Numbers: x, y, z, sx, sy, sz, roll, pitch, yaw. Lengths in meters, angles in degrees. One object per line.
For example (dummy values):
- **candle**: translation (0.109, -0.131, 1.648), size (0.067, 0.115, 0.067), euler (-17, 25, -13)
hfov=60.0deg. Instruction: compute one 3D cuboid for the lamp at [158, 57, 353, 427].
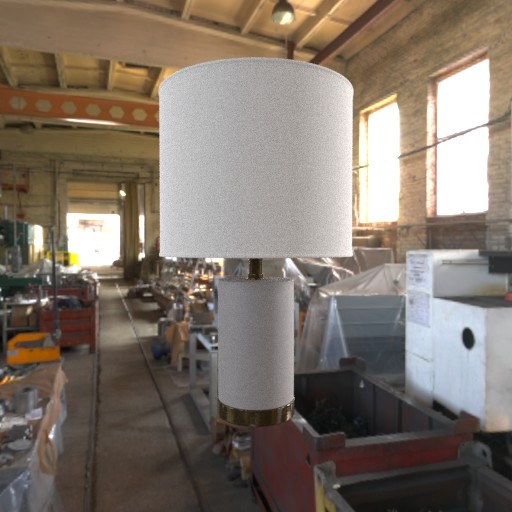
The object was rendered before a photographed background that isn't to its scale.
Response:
- **lamp**: translation (0.000, 0.000, 0.537), size (0.229, 0.380, 0.229), euler (0, 1, 0)
